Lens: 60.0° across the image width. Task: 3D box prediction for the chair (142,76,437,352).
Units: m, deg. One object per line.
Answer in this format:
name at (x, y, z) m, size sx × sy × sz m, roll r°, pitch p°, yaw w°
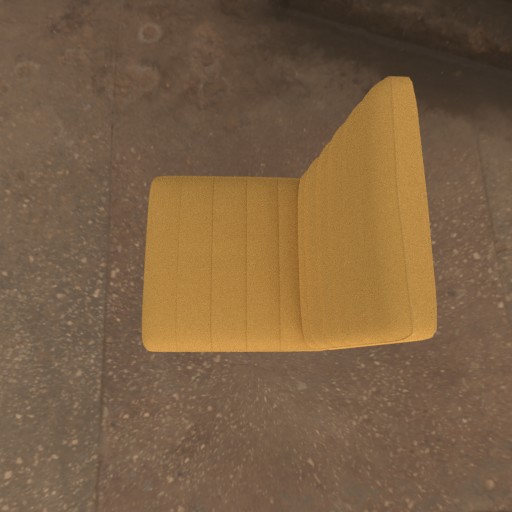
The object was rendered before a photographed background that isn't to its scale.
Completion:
chair at (0.000, 0.000, 1.242) m, size 0.634 × 0.930 × 0.520 m, roll 0°, pitch 76°, yaw 0°
